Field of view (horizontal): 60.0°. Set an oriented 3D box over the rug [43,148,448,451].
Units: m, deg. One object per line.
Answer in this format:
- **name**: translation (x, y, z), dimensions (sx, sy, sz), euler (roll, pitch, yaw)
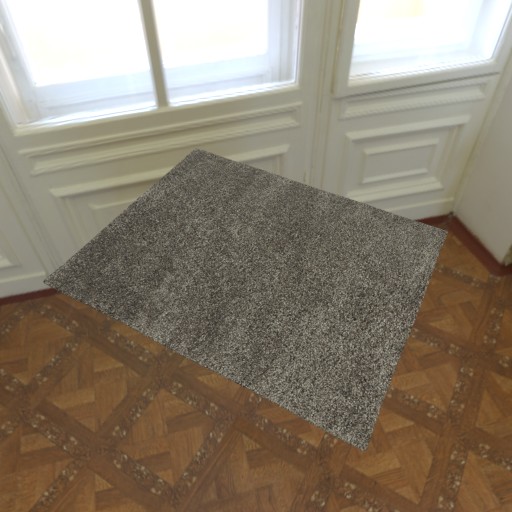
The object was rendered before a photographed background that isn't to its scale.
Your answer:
- **rug**: translation (0.000, 0.000, 4.152), dimensions (3.000, 0.025, 2.401), euler (22, 51, 19)
